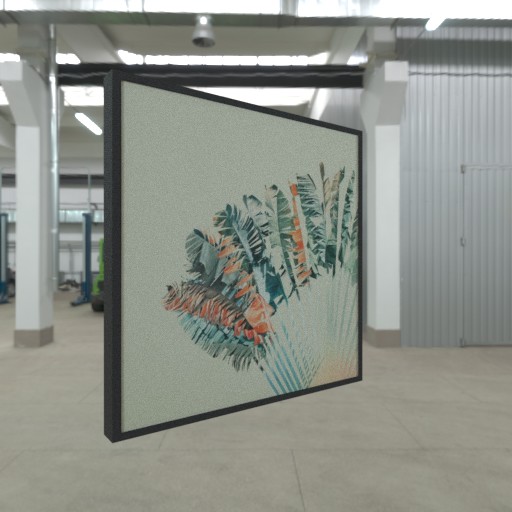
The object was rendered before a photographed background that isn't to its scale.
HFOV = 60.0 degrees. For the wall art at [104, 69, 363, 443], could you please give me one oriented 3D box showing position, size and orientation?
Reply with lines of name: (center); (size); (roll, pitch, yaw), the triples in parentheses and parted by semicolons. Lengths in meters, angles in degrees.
wall art: (0.000, 0.000, 0.765); (0.509, 0.507, 0.037); (0, 0, -36)
